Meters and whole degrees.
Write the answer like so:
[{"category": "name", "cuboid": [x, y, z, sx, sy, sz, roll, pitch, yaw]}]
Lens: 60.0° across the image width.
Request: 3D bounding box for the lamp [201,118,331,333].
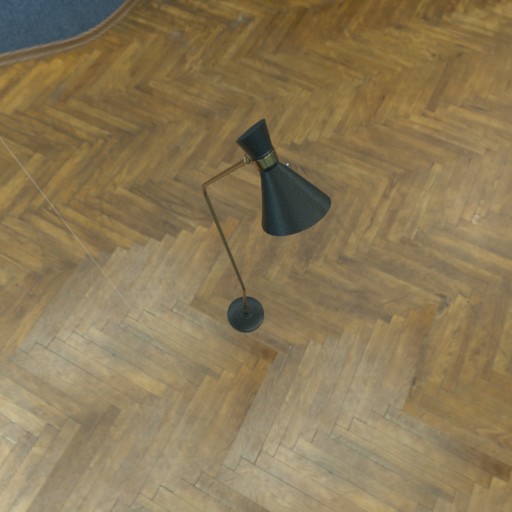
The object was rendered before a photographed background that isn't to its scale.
[{"category": "lamp", "cuboid": [0.000, 0.000, 1.596, 0.277, 1.438, 0.467, -14, 65, -7]}]
